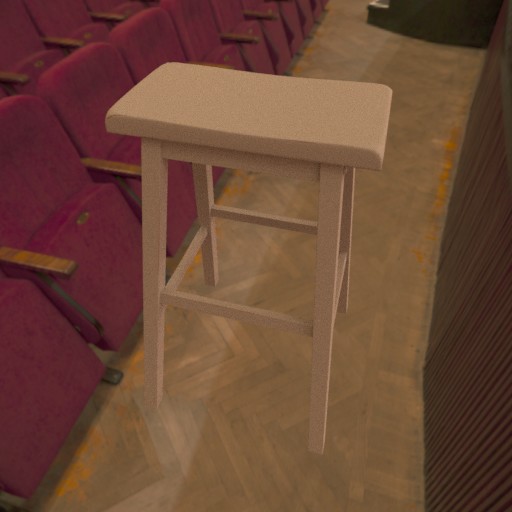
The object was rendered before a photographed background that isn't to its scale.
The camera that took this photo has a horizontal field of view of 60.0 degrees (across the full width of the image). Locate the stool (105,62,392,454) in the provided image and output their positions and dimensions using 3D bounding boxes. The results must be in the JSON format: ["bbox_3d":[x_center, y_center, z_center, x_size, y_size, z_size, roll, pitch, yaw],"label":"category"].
[{"bbox_3d":[0.000,0.000,1.004,0.457,0.737,0.476,11,44,11],"label":"stool"}]
